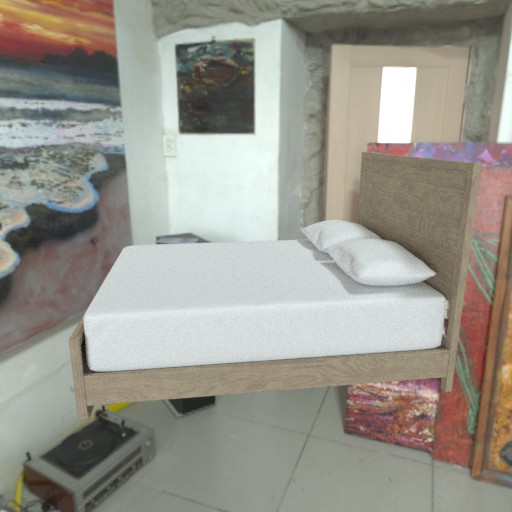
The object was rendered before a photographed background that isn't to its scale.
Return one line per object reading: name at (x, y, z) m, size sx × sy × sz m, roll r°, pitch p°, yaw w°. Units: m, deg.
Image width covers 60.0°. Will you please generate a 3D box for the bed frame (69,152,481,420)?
bed frame at (0.000, 0.000, 3.151) m, size 2.189 × 1.369 × 1.606 m, roll -2°, pitch 15°, yaw -8°
